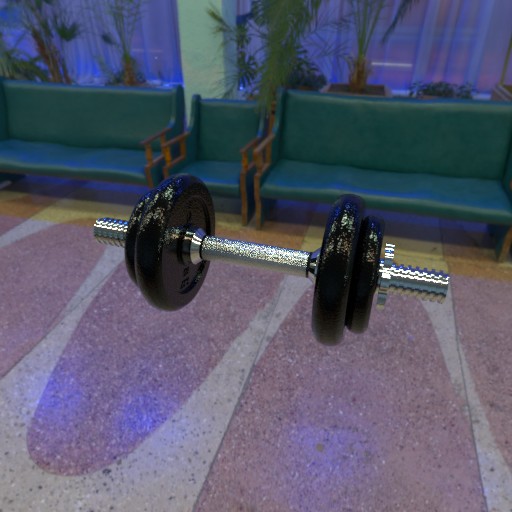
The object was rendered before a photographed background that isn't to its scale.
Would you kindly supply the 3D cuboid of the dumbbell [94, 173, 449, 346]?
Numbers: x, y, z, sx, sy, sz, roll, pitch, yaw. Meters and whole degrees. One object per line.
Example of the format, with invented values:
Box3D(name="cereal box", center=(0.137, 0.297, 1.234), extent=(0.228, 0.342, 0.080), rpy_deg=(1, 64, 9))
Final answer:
Box3D(name="dumbbell", center=(0.000, 0.000, 0.617), extent=(0.497, 0.202, 0.202), rpy_deg=(10, 33, 15))
